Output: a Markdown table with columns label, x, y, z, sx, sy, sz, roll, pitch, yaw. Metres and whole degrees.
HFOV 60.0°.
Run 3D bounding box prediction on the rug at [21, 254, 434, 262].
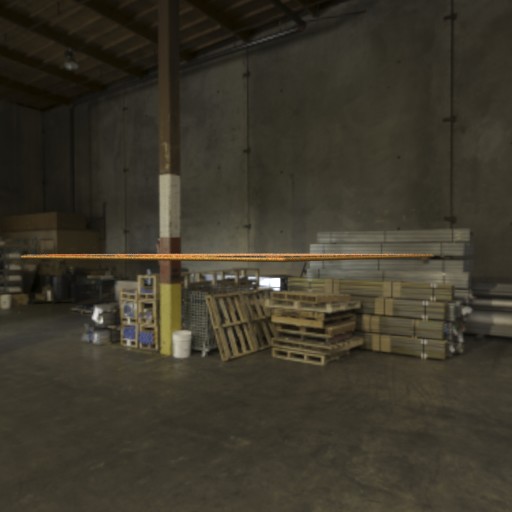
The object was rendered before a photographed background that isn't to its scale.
| label | x | y | z | sx | sy | sz | roll | pitch | yaw |
| --- | --- | --- | --- | --- | --- | --- | --- | --- | --- |
| rug | 0.000 | 0.000 | 4.067 | 2.435 | 0.031 | 3.040 | 0 | 1 | 35 |
